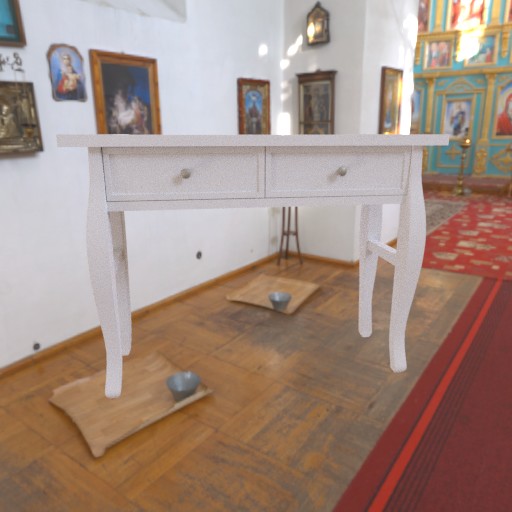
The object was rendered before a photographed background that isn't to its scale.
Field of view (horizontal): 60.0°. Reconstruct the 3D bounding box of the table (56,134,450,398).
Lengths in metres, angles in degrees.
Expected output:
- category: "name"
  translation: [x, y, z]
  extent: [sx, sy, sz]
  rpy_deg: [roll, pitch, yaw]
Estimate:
- category: "table"
  translation: [0.000, 0.000, 1.451]
  extent: [1.062, 0.768, 0.373]
  rpy_deg: [-3, 16, -9]
